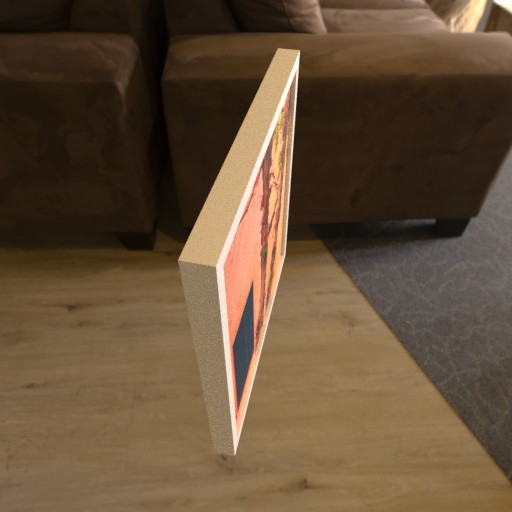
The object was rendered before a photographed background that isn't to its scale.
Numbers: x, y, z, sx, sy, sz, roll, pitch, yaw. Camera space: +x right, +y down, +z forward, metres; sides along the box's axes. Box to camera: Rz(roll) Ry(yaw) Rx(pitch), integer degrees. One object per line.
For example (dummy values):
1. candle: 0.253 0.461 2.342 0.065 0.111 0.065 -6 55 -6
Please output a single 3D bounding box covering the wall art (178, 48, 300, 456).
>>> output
1. wall art: 0.000 0.000 0.776 0.038 0.508 0.507 9 48 9
